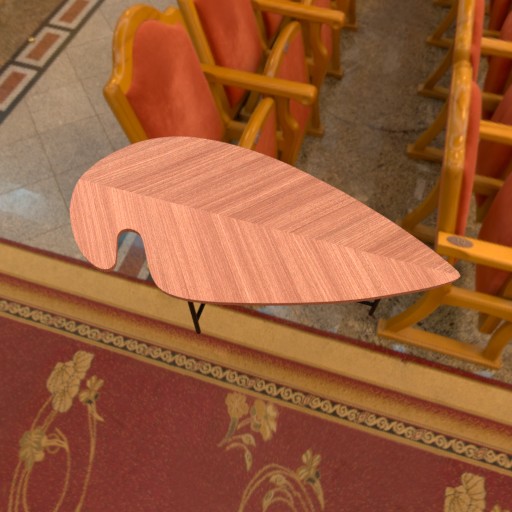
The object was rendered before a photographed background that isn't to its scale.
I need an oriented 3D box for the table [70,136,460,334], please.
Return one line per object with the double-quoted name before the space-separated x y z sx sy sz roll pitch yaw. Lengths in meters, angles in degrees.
"table" 0.000 0.000 1.489 1.199 0.360 0.598 15 59 9
